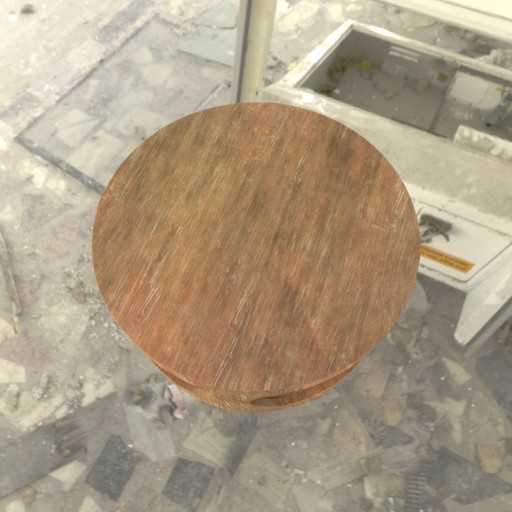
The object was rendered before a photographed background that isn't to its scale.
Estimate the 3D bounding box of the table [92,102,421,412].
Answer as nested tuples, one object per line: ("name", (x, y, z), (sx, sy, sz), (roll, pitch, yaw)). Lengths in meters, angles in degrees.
("table", (0.000, 0.000, 1.532), (0.974, 0.450, 0.974), (0, 64, 0))
